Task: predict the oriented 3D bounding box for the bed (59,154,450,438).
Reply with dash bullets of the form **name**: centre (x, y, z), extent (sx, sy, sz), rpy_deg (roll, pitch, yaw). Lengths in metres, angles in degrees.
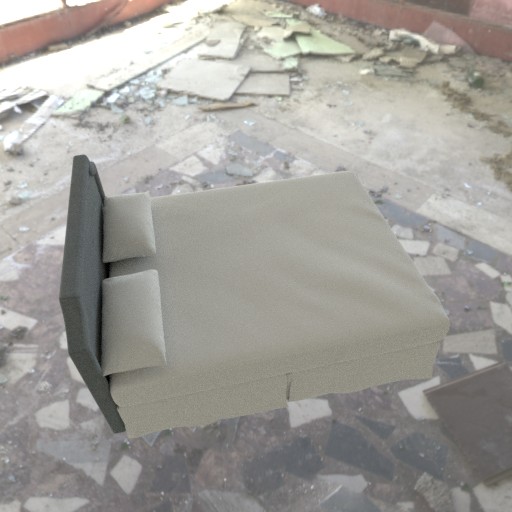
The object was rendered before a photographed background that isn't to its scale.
- **bed**: centre (0.000, 0.000, 3.469), extent (2.464, 1.306, 1.977), rpy_deg (-9, 47, -9)
